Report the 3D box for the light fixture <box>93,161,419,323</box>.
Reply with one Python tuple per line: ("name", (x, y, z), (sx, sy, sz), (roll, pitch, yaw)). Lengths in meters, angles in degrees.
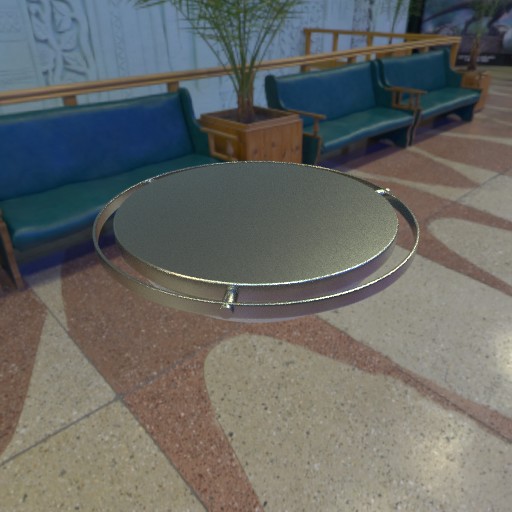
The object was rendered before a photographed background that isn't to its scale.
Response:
("light fixture", (0.000, 0.000, 0.543), (0.361, 0.130, 0.361), (0, 30, 0))
